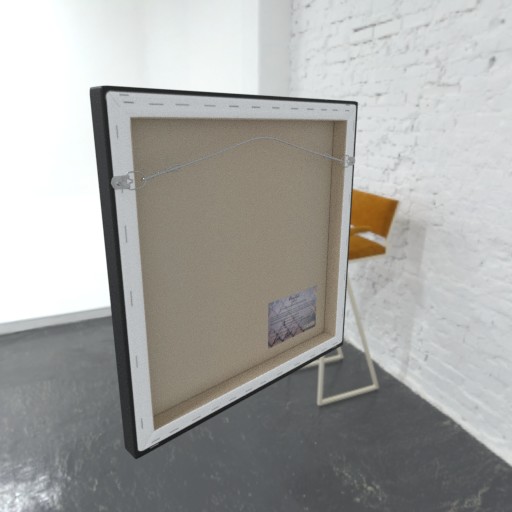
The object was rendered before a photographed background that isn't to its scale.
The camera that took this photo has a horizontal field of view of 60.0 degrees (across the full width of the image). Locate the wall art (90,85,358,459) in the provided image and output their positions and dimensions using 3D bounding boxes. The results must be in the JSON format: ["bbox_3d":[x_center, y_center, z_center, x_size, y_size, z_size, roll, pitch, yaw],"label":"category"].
[{"bbox_3d":[0.000,0.000,0.896,0.610,0.611,0.043,-15,22,-42],"label":"wall art"}]
